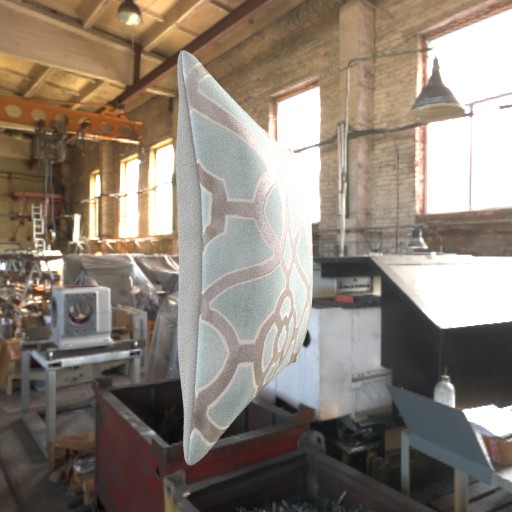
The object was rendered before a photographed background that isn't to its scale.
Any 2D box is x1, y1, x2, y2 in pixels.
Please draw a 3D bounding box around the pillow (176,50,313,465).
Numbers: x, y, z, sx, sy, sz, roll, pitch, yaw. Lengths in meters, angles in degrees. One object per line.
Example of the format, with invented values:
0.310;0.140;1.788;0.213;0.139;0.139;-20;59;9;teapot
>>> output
0.000;0.000;0.798;0.166;0.508;0.552;0;0;18;pillow
